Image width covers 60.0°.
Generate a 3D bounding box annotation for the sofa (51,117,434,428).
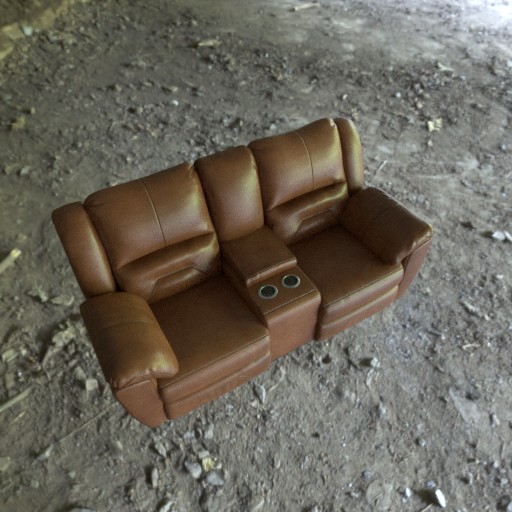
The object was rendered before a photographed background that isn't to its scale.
[{"bbox_3d":[0.000,0.000,2.675,2.058,1.043,0.991,-23,50,-20],"label":"sofa"}]
